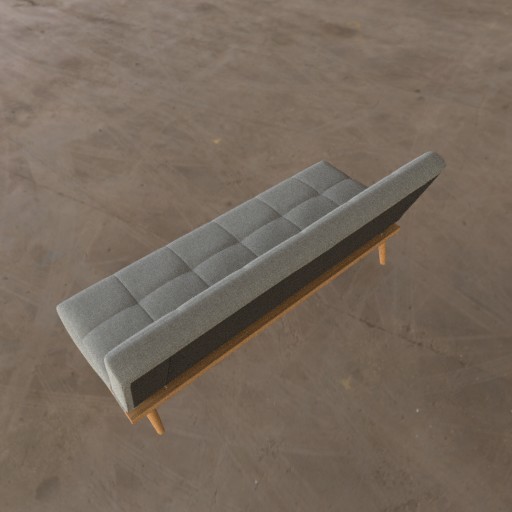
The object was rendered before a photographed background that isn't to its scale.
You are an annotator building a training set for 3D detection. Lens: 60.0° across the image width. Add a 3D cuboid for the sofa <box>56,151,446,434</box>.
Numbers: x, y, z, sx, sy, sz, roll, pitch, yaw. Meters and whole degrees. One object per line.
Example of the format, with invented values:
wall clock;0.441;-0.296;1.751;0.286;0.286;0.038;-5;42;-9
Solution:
sofa;0.000;0.000;2.232;1.820;0.800;0.800;-32;55;-26
